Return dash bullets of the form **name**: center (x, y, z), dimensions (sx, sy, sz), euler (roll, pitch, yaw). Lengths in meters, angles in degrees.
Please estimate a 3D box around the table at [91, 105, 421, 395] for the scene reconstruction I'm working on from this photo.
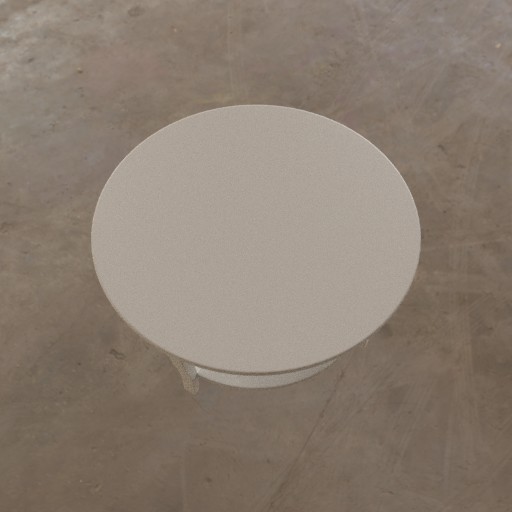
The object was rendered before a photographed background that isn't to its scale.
- **table**: center (0.000, 0.000, 1.439), dimensions (0.910, 0.457, 0.910), euler (0, 58, 0)
